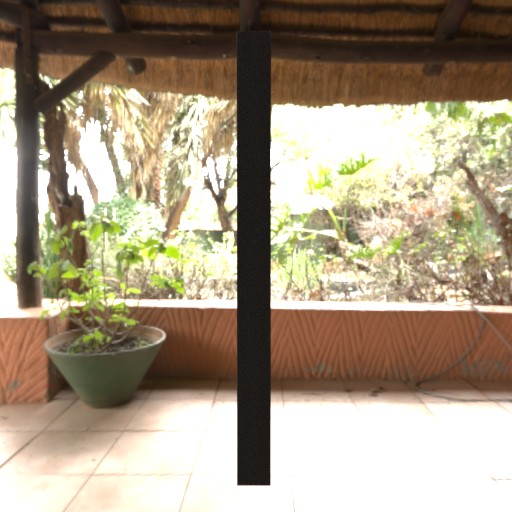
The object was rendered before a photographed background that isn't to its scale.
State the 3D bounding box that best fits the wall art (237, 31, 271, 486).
[{"bbox_3d":[0.000,0.000,0.749,0.038,0.508,0.508,0,1,1],"label":"wall art"}]
